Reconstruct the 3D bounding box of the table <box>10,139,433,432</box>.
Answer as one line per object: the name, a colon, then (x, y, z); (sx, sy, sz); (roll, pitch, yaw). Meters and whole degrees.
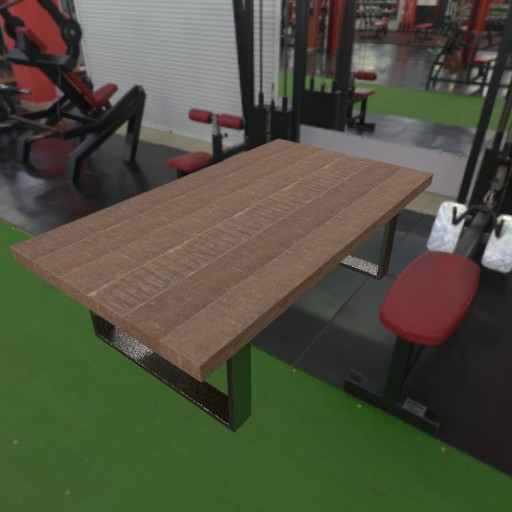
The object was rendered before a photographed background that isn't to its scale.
table: (0.000, 0.000, 1.718); (0.800, 0.440, 1.400); (22, 38, 32)
